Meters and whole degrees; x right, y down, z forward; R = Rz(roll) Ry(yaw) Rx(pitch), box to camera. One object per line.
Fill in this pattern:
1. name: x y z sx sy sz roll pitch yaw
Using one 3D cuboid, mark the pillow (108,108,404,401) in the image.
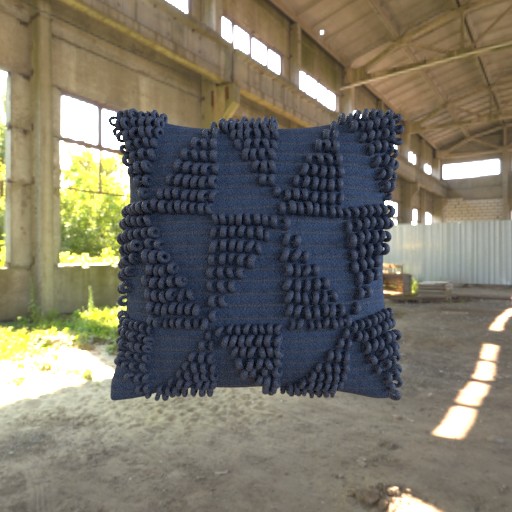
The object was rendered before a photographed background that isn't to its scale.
1. pillow: 0.000 0.000 0.705 0.469 0.466 0.172 0 0 0
